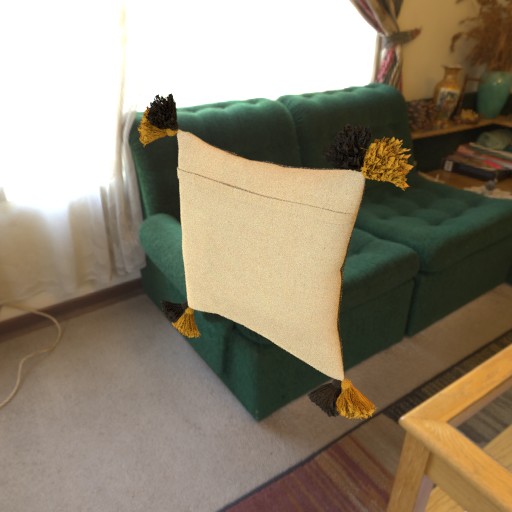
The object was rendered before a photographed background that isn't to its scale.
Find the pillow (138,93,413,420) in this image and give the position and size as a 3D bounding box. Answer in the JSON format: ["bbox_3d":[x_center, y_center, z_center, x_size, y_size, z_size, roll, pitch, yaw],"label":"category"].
[{"bbox_3d":[0.000,0.000,0.987,0.654,0.659,0.139,21,35,33],"label":"pillow"}]
